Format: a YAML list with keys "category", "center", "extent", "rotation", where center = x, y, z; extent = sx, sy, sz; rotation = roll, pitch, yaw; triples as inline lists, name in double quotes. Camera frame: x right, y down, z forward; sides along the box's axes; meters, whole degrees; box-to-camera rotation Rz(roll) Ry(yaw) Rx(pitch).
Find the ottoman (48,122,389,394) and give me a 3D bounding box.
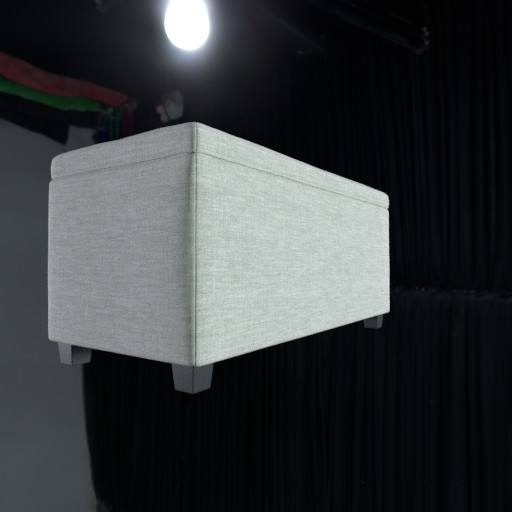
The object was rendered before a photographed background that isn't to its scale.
- category: "ottoman"
  center: [0.000, 0.000, 1.124]
  extent: [0.419, 0.432, 0.902]
  rotation: [0, -1, 35]
